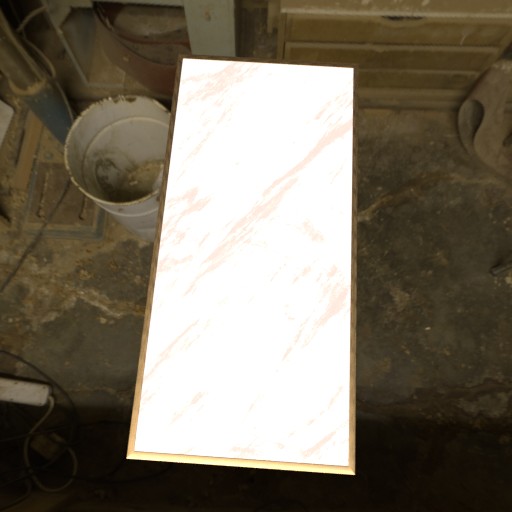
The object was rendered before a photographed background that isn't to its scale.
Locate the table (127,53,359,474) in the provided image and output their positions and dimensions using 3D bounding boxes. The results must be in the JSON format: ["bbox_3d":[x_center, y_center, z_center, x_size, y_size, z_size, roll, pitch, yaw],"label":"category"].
[{"bbox_3d":[0.000,0.000,1.455,0.577,0.405,1.197,4,75,1],"label":"table"}]
